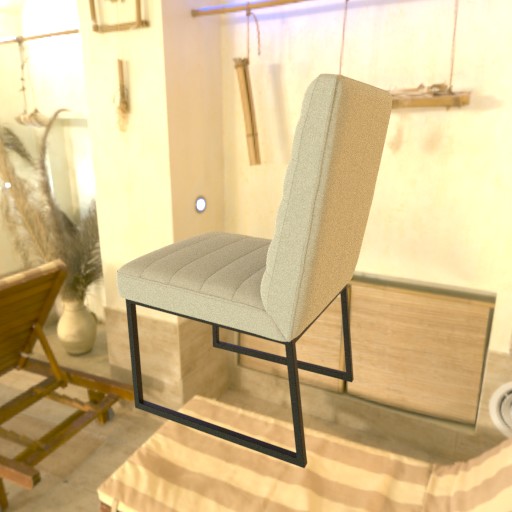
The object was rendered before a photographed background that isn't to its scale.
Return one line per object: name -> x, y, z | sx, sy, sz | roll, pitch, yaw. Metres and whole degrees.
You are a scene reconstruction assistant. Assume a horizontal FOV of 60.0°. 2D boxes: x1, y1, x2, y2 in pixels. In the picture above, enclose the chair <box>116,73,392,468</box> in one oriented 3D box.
chair -> 0.000, 0.000, 1.298 | 0.634, 0.930, 0.520 | 8, 18, 26
